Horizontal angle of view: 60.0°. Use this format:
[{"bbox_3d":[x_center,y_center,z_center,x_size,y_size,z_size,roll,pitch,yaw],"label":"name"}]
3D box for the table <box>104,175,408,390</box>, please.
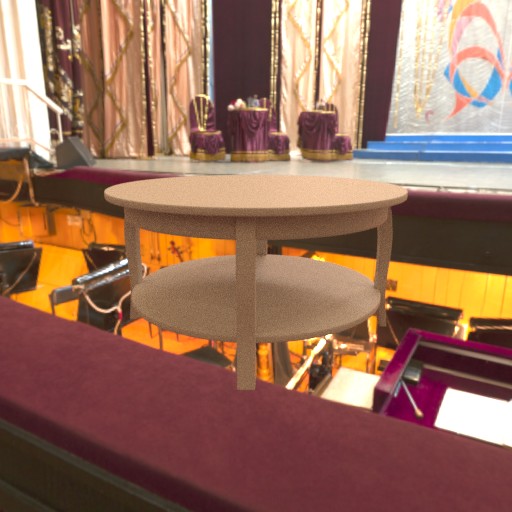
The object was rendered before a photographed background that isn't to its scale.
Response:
[{"bbox_3d":[0.000,0.000,1.458,0.910,0.457,0.910,0,15,0],"label":"table"}]
